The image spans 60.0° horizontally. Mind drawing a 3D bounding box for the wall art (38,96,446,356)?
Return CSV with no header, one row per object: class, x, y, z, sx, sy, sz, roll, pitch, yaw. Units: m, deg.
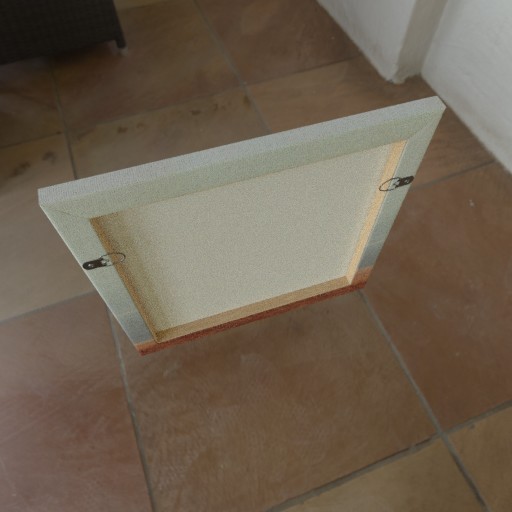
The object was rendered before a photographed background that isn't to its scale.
wall art,0.000,0.000,0.598,0.405,0.405,0.023,-16,60,-9
